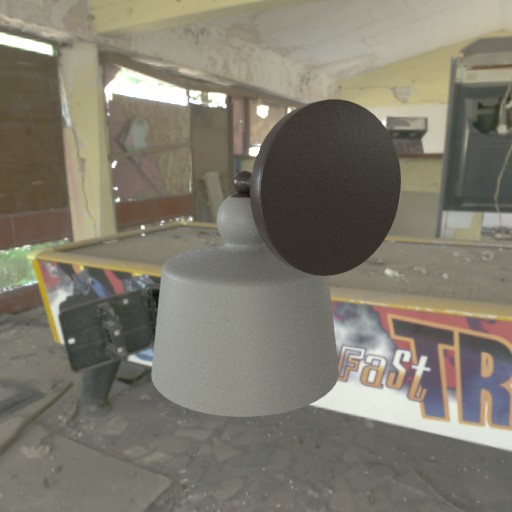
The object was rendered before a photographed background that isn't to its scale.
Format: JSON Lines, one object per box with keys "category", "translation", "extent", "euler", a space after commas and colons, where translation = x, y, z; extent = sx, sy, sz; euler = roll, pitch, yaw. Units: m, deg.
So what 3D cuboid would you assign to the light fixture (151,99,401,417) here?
{"category": "light fixture", "translation": [0.000, 0.000, 0.443], "extent": [0.204, 0.268, 0.254], "euler": [-6, 13, -26]}
